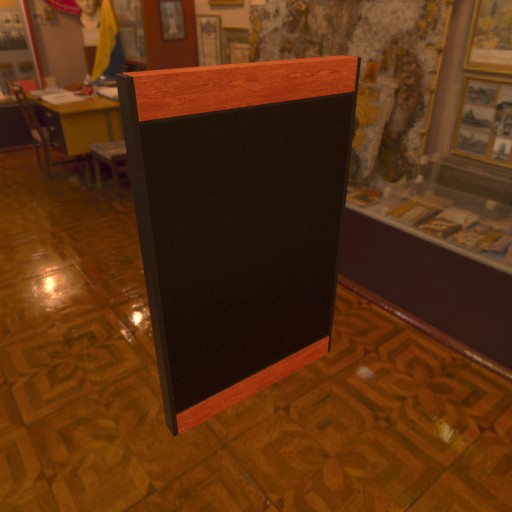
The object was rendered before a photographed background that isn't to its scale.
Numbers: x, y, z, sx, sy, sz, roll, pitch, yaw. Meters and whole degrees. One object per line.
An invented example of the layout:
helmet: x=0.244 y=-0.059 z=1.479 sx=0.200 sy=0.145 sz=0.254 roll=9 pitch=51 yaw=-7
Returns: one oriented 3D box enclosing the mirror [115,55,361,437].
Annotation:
mirror: x=0.000 y=0.000 z=1.030 sx=0.525 sy=0.823 sz=0.047 roll=-19 pitch=35 yaw=-31
